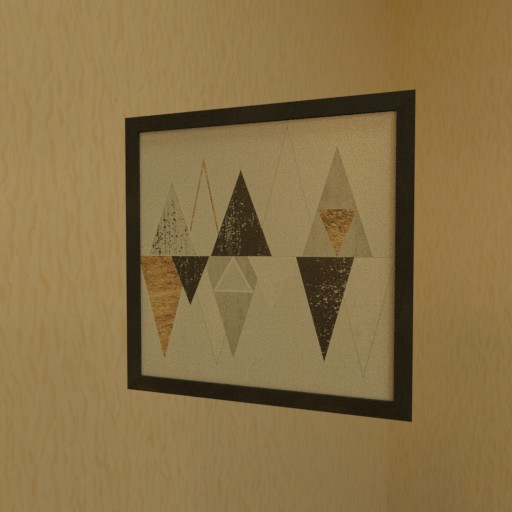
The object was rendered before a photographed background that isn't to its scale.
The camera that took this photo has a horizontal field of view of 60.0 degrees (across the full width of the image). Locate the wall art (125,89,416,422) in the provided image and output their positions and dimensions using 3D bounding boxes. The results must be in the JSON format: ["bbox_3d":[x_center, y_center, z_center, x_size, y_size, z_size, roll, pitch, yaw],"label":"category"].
[{"bbox_3d":[0.000,0.000,1.228,0.823,0.823,0.013,1,2,18],"label":"wall art"}]
